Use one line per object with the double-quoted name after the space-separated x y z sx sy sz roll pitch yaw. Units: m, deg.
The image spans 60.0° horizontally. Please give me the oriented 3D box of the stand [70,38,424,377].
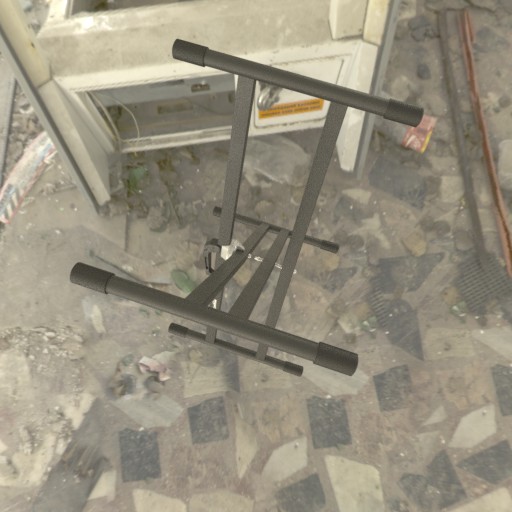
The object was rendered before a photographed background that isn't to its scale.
0.000 0.000 1.193 0.495 0.900 0.503 18 76 5 "stand"
